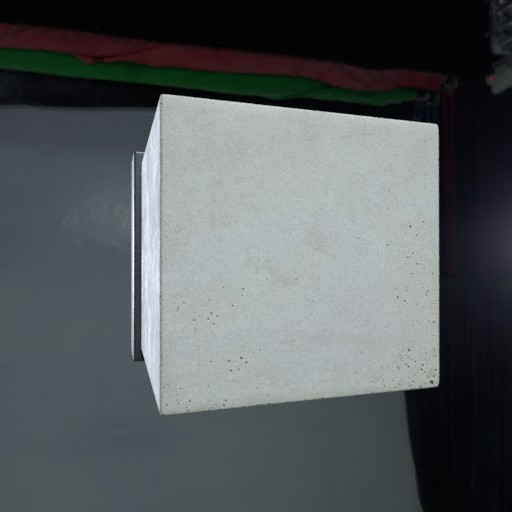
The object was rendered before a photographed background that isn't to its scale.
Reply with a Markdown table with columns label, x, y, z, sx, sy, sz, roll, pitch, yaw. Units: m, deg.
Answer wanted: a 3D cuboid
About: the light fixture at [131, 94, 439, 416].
| label | x | y | z | sx | sy | sz | roll | pitch | yaw |
| --- | --- | --- | --- | --- | --- | --- | --- | --- | --- |
| light fixture | 0.000 | 0.000 | 0.232 | 0.121 | 0.121 | 0.143 | 0 | 0 | -18 |
